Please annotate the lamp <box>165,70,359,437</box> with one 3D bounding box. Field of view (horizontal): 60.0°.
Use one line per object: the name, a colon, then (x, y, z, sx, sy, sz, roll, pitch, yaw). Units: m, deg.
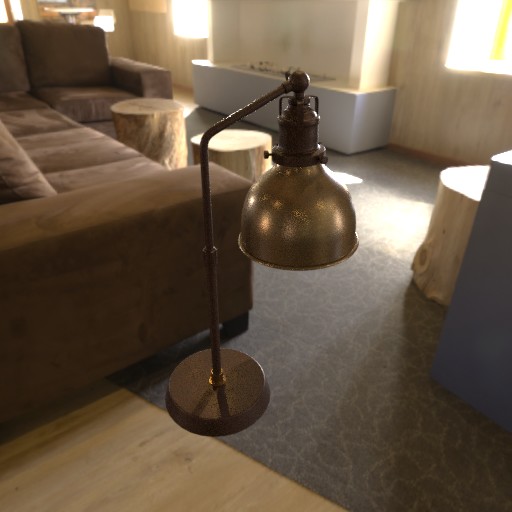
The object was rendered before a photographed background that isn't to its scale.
lamp: (0.000, 0.000, 0.610, 0.298, 0.469, 0.175, -11, 32, -18)
